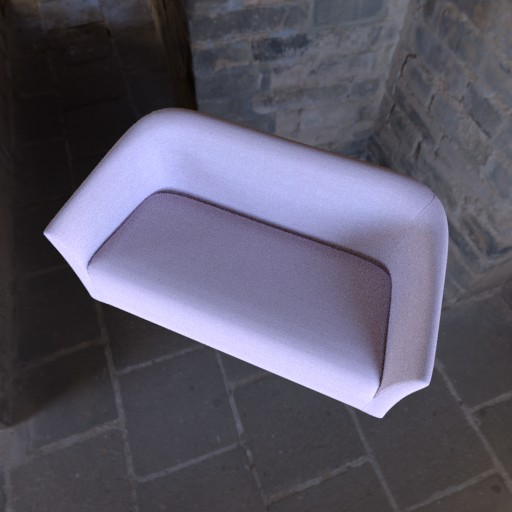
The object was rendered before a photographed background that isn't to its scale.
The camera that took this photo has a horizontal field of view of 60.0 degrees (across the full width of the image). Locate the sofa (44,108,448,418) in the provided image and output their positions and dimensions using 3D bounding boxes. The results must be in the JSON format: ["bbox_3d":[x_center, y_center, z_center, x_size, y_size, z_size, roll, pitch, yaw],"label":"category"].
[{"bbox_3d":[0.000,0.000,1.856,1.452,0.721,0.705,20,60,12],"label":"sofa"}]
